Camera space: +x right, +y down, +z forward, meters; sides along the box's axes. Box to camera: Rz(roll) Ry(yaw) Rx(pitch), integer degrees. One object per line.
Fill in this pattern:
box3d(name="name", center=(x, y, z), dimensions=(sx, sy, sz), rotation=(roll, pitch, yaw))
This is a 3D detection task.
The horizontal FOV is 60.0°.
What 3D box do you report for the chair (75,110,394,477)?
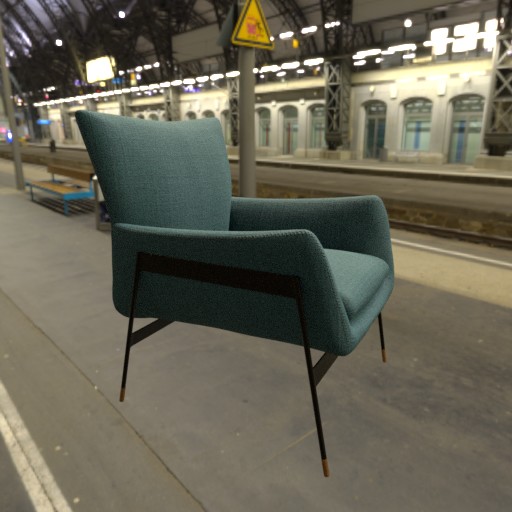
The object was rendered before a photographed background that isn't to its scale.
box3d(name="chair", center=(0.000, 0.000, 1.387), dimensions=(0.769, 0.859, 0.678), rotation=(8, 17, 27))
